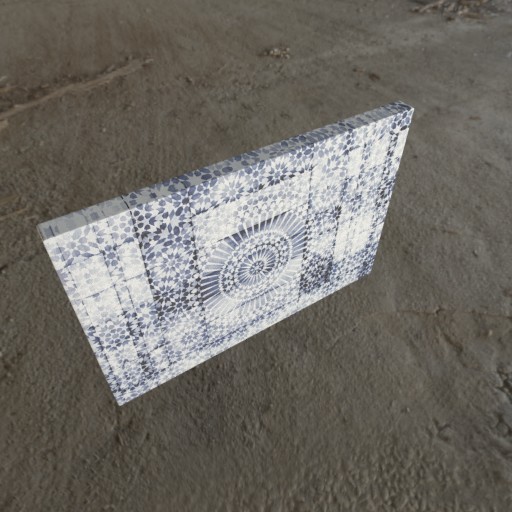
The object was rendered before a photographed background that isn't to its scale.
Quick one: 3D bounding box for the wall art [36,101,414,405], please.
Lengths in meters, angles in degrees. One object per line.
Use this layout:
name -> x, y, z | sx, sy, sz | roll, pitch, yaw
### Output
wall art -> 0.000, 0.000, 1.170 | 0.911, 0.608, 0.057 | -24, 50, -23
